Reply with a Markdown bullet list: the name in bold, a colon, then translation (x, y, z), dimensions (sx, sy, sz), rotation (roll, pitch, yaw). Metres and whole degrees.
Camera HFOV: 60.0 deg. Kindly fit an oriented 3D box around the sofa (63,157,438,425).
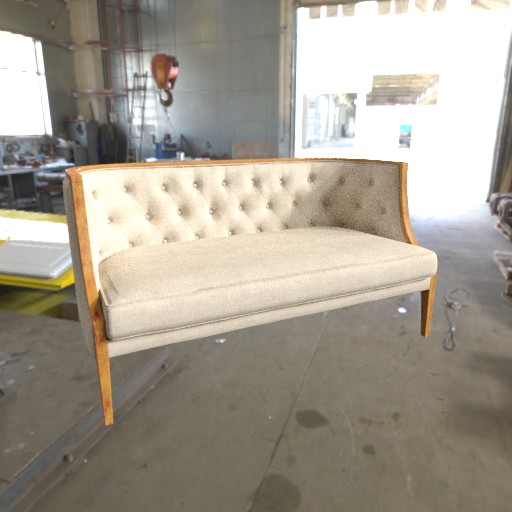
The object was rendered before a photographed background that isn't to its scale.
- **sofa**: translation (0.000, 0.000, 1.931), dimensions (1.474, 0.775, 0.770), rotation (-8, 18, -25)
